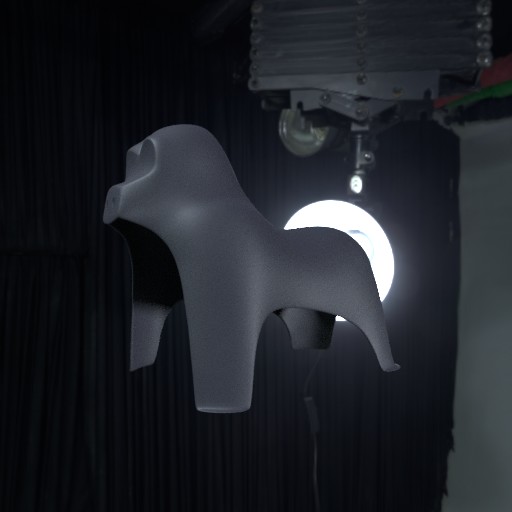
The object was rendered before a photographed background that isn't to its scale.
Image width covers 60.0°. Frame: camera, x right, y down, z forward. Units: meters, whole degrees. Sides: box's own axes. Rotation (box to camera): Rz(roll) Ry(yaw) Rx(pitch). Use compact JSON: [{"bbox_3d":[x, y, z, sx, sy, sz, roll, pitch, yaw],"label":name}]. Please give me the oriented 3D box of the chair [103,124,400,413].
[{"bbox_3d":[0.000,0.000,1.147,0.758,0.600,0.490,1,-2,-35],"label":"chair"}]
